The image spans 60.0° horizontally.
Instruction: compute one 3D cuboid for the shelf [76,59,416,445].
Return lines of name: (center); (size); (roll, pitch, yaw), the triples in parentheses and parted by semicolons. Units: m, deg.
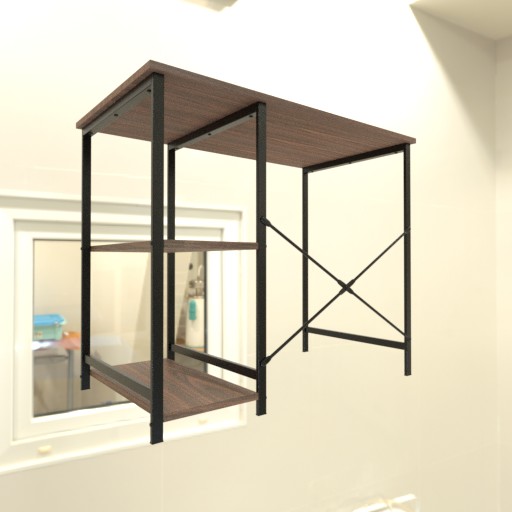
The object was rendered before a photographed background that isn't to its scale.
shelf: (0.000, 0.000, 1.325); (0.902, 0.750, 0.498); (1, -1, -38)
